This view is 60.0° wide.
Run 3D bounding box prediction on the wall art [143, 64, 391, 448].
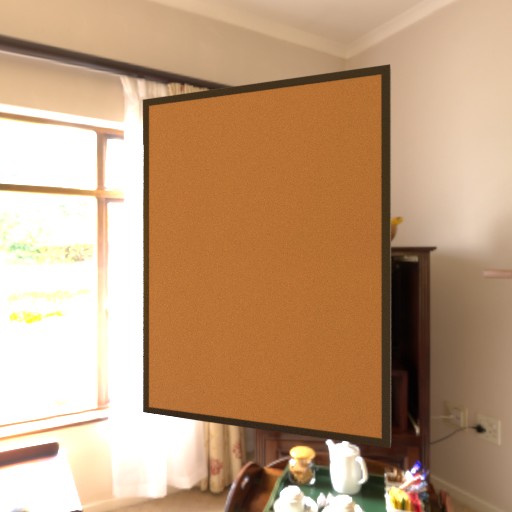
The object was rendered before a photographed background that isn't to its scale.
[{"bbox_3d":[0.000,0.000,1.381,0.804,1.061,0.039,0,0,20],"label":"wall art"}]
